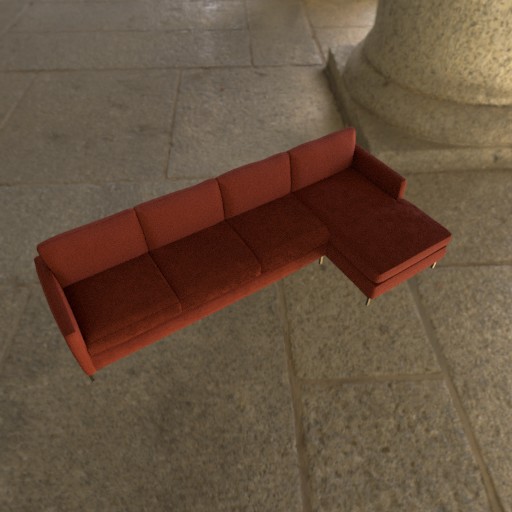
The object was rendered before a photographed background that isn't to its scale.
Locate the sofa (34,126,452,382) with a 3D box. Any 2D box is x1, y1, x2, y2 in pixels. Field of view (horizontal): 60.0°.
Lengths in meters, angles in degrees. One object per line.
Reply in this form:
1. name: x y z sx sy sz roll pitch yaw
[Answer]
1. sofa: 0.000 0.000 3.400 2.932 0.810 1.350 -25 52 -21
